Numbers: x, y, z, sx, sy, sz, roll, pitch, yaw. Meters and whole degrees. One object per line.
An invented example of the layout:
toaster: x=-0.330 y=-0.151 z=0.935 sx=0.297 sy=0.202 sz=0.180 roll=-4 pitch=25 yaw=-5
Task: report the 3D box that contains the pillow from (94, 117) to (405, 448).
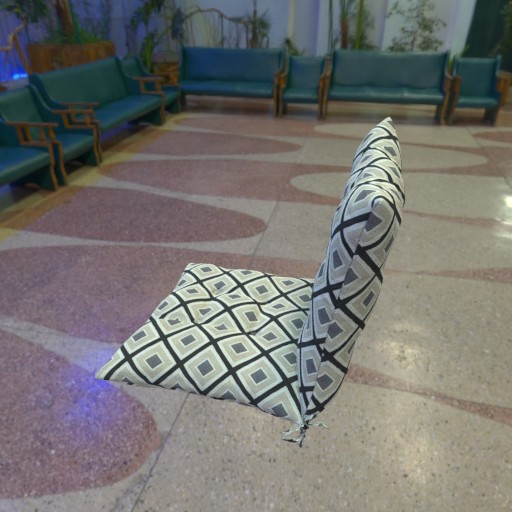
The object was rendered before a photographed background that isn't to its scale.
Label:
pillow: x=0.000 y=0.000 z=0.990 sx=0.585 sy=0.536 sz=0.541 roll=8 pitch=31 yaw=14
